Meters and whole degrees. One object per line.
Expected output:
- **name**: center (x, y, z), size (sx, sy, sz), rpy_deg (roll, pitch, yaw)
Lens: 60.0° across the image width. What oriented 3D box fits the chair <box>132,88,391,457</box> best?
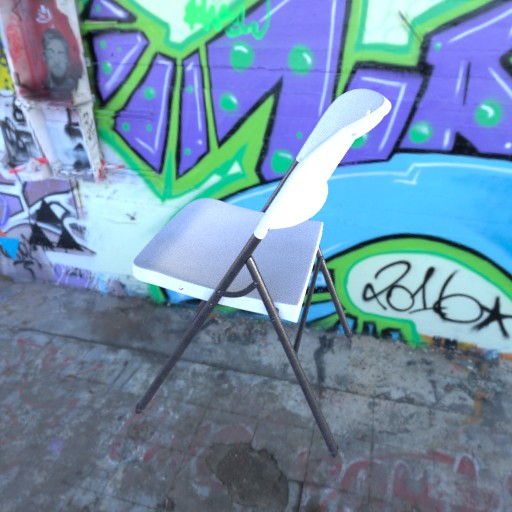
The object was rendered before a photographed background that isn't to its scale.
- **chair**: center (0.000, 0.000, 1.159), size (0.566, 0.810, 0.494), rpy_deg (7, 31, 12)
